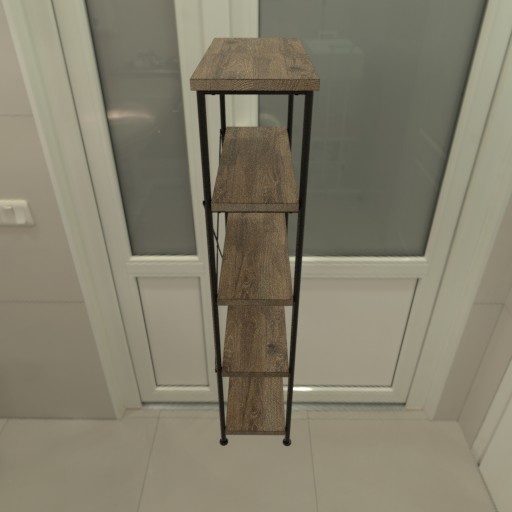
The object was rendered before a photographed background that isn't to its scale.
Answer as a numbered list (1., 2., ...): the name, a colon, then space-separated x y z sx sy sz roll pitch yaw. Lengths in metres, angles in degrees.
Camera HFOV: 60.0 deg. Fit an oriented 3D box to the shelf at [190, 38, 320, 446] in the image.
1. shelf: 0.000 0.000 2.024 0.360 1.700 0.800 0 34 0
